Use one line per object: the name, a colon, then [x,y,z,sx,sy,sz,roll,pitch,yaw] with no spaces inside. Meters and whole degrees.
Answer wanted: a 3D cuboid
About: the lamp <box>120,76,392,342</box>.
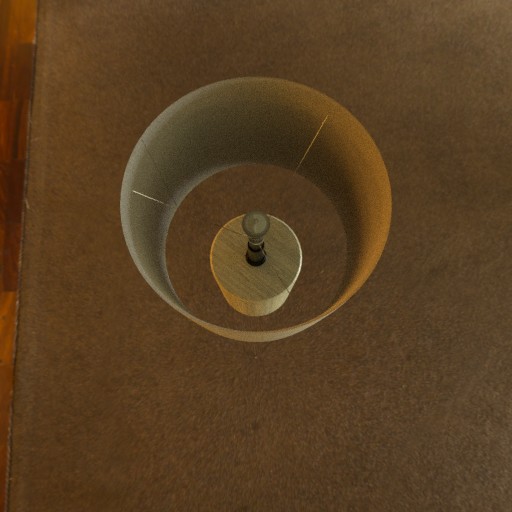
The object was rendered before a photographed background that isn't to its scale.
lamp: [0.000,0.000,0.585,0.228,0.444,0.228,36,80,8]
